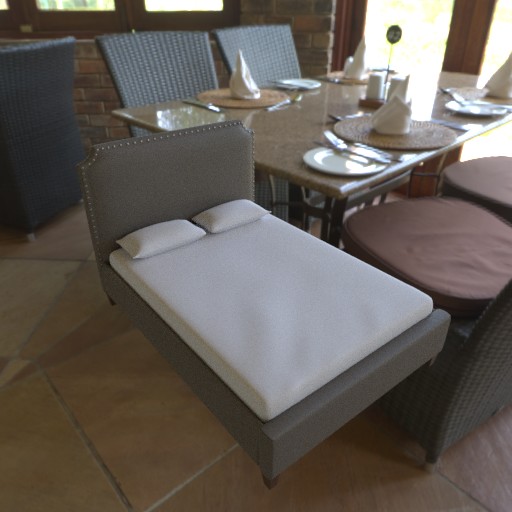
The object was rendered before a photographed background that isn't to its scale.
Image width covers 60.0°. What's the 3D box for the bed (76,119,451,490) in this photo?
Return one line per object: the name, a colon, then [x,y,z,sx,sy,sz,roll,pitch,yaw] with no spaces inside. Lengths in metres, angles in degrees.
bed: [0.000,0.000,3.367,1.712,1.443,2.372,-22,36,-33]
